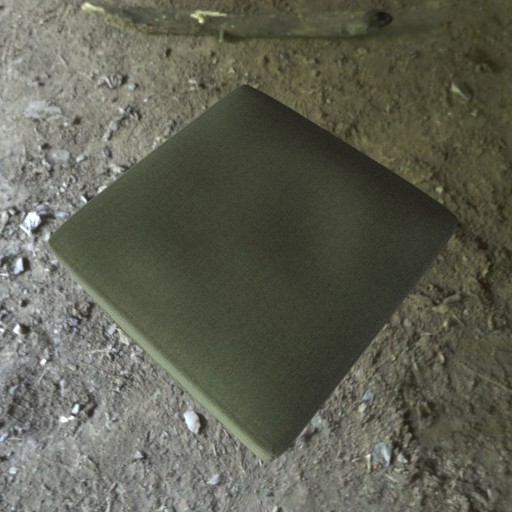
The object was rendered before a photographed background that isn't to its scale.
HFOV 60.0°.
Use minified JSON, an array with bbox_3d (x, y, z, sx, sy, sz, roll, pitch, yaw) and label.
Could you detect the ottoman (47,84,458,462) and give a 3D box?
[{"bbox_3d":[0.000,0.000,1.357,0.843,0.436,0.840,38,69,18],"label":"ottoman"}]
